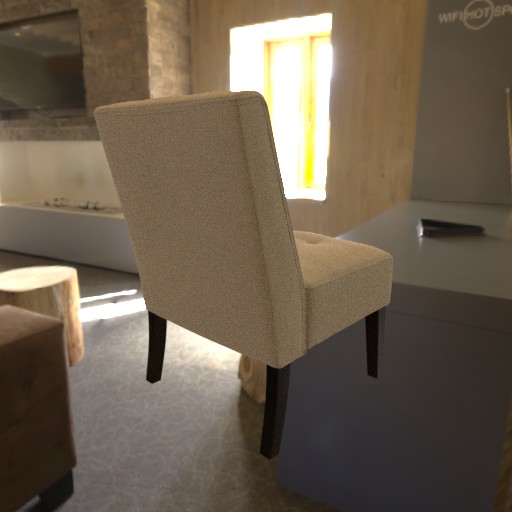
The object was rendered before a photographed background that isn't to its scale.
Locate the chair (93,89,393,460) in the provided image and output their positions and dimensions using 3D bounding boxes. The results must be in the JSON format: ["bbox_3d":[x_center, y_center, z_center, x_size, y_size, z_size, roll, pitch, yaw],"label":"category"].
[{"bbox_3d":[0.000,0.000,1.313,0.569,0.853,0.676,13,20,42],"label":"chair"}]
